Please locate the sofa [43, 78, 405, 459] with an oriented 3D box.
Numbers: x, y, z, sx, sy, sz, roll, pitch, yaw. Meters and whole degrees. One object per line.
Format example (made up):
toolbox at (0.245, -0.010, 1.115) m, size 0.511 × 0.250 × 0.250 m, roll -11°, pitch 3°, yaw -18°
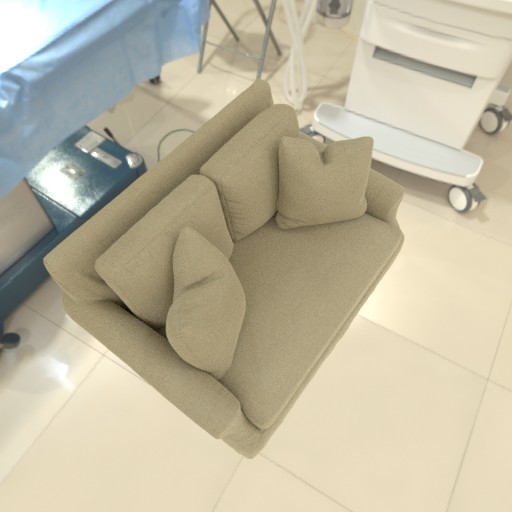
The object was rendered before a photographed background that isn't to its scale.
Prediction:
sofa at (0.000, 0.000, 2.177) m, size 1.070 × 0.905 × 1.550 m, roll 33°, pitch 64°, yaw 19°
